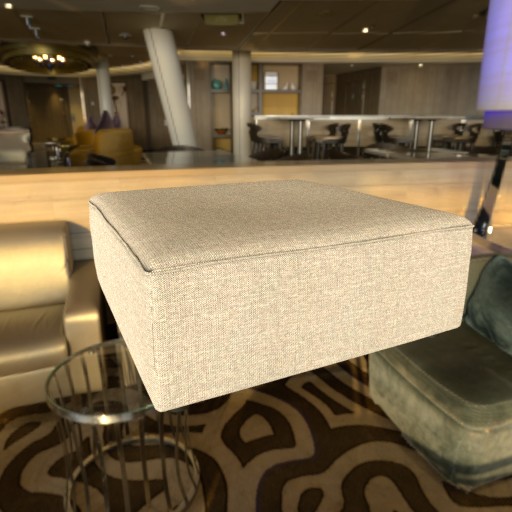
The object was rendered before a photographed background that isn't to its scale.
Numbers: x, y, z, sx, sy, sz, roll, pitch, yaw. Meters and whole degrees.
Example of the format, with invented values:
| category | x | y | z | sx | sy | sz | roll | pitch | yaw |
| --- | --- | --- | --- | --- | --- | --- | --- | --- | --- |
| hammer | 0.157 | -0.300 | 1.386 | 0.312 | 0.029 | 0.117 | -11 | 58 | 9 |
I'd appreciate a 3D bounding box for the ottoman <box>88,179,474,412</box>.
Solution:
| category | x | y | z | sx | sy | sz | roll | pitch | yaw |
| --- | --- | --- | --- | --- | --- | --- | --- | --- | --- |
| ottoman | 0.000 | 0.000 | 1.601 | 1.023 | 0.423 | 1.017 | -8 | 19 | -24 |
